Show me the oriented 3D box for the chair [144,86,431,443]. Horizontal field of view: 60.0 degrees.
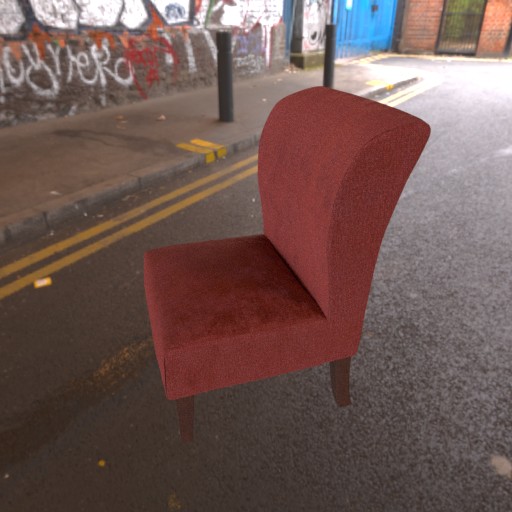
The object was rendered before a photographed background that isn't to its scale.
[{"bbox_3d":[0.000,0.000,1.282,0.640,0.846,0.538,-8,30,-15],"label":"chair"}]
